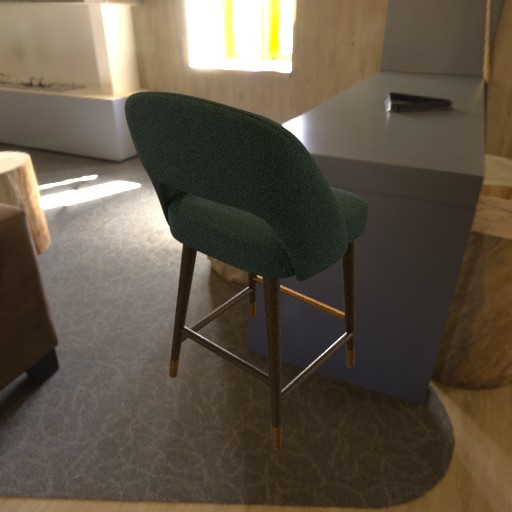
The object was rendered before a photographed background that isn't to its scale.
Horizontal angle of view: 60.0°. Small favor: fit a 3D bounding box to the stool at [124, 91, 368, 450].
[{"bbox_3d":[0.000,0.000,1.261,0.536,0.939,0.522,22,36,33],"label":"stool"}]
